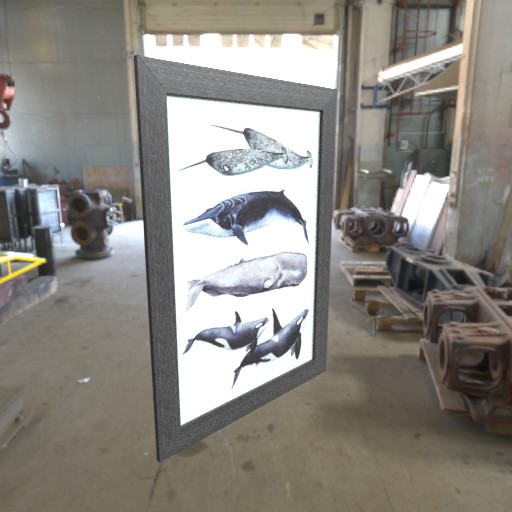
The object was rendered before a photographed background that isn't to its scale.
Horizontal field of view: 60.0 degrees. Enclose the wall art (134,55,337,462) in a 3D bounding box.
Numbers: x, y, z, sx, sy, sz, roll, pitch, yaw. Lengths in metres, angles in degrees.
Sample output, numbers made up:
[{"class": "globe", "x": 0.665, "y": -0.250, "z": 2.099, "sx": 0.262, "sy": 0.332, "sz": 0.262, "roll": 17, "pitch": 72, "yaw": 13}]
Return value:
[{"class": "wall art", "x": 0.000, "y": 0.000, "z": 1.462, "sx": 0.810, "sy": 1.116, "sz": 0.016, "roll": -12, "pitch": 18, "yaw": -43}]
